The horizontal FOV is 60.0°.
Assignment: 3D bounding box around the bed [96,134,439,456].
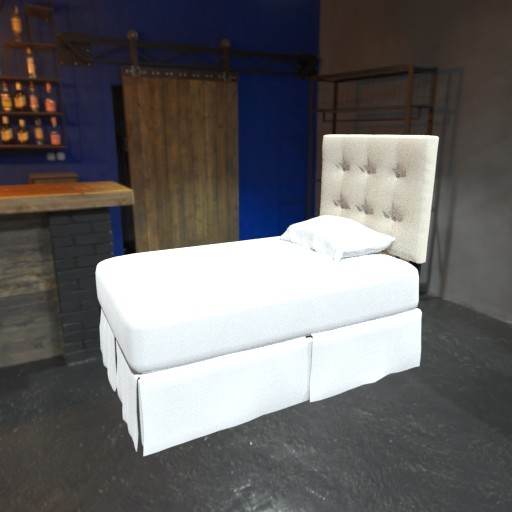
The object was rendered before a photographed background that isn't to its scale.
[{"bbox_3d":[0.000,0.000,2.989,1.997,1.571,1.261,-8,17,-26],"label":"bed"}]
